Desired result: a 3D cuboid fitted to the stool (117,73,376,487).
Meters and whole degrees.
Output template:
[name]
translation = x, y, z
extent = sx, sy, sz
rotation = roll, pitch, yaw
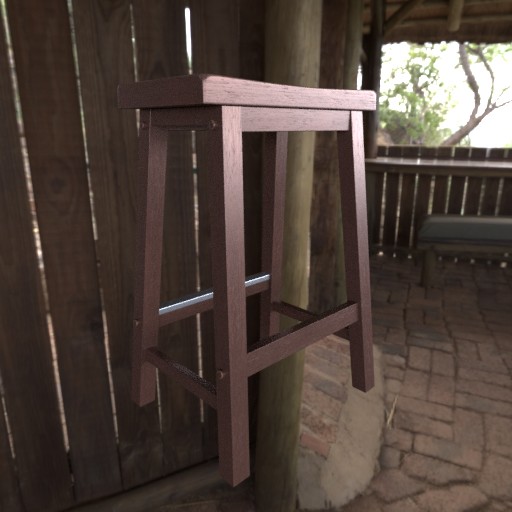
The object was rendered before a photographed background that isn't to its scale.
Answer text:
[stool]
translation = 0.000, 0.000, 0.855
extent = 0.406, 0.610, 0.322
rotation = -15, 22, -42
